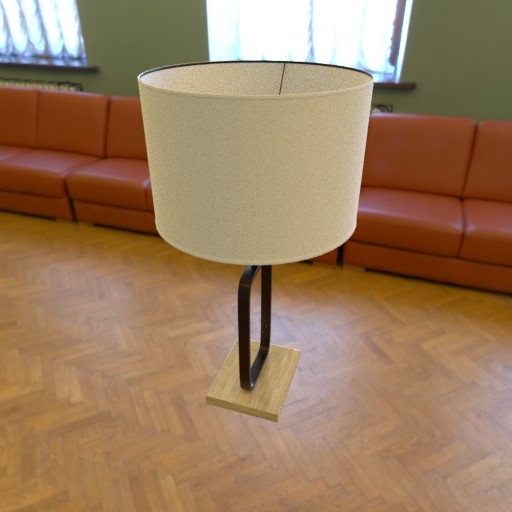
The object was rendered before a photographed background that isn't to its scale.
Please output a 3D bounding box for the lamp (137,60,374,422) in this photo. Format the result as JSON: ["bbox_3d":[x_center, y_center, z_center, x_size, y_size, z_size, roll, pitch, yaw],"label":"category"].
[{"bbox_3d":[0.000,0.000,0.662,0.279,0.508,0.279,9,31,16],"label":"lamp"}]
